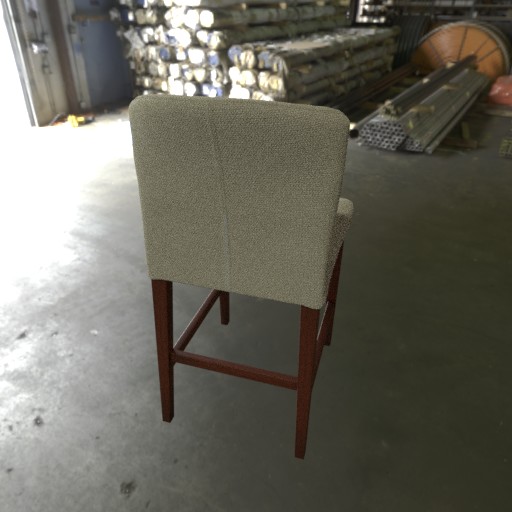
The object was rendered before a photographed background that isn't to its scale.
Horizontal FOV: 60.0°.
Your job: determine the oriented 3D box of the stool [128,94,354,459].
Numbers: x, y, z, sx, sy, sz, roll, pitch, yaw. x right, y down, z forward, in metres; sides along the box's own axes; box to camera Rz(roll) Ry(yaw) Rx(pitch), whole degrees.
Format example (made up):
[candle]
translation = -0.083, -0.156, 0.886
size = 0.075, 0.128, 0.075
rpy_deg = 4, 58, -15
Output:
[stool]
translation = 0.000, 0.000, 1.268
size = 0.481, 0.969, 0.568
rpy_deg = 9, 32, 15
